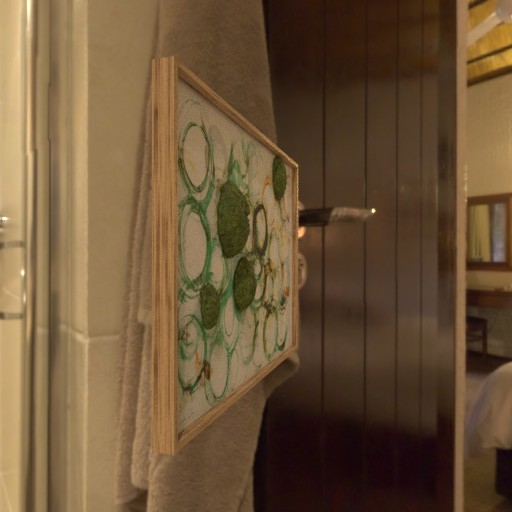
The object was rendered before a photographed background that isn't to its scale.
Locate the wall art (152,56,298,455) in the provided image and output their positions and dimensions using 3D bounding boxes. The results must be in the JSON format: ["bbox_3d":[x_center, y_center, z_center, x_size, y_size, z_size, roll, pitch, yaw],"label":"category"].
[{"bbox_3d":[0.000,0.000,1.078,0.063,0.609,0.841,0,0,18],"label":"wall art"}]
